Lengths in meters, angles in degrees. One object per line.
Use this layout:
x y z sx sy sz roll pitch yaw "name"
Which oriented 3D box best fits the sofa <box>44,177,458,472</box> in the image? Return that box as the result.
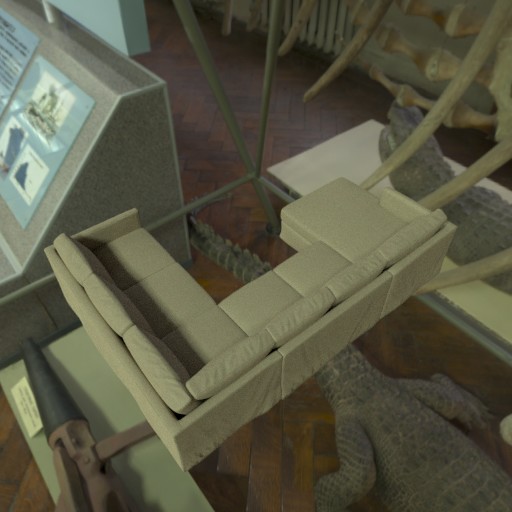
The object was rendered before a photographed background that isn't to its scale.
0.000 0.000 4.666 3.528 0.878 2.476 -30 53 -26 "sofa"
